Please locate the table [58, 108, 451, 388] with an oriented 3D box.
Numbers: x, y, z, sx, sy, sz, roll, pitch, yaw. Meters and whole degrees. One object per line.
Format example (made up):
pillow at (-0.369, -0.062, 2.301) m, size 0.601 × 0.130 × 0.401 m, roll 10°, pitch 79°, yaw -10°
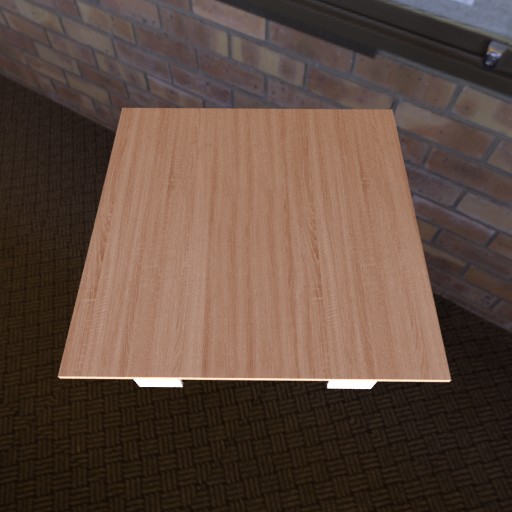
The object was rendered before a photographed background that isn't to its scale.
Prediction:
table at (0.000, 0.000, 1.057) m, size 0.670 × 0.305 × 0.670 m, roll 0°, pitch 59°, yaw 0°
